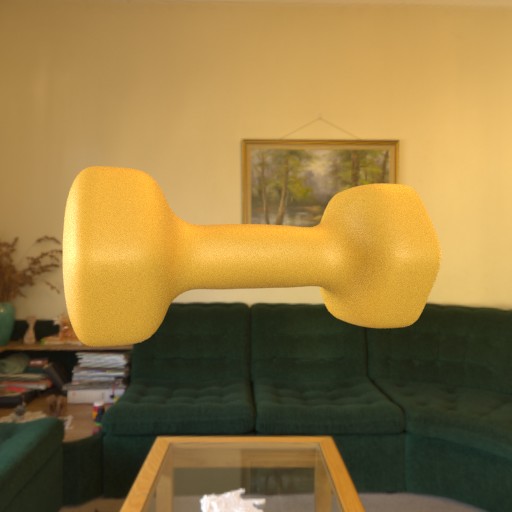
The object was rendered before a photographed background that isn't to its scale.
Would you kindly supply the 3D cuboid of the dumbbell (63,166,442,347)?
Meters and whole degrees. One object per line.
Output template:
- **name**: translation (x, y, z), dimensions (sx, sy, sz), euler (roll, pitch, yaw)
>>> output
- **dumbbell**: translation (0.000, 0.000, 0.239), dimensions (0.190, 0.082, 0.090), euler (0, 0, -18)
